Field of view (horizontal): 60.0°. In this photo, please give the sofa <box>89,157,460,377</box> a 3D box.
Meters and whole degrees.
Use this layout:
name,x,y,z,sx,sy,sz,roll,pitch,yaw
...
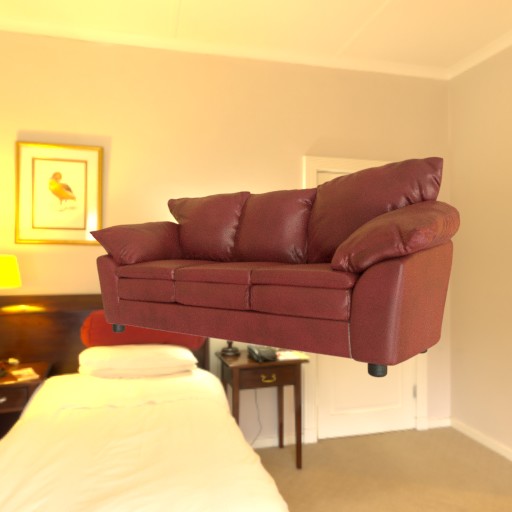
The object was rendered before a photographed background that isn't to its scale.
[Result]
name,x,y,z,sx,sy,sz,roll,pitch,yaw
sofa,0.000,0.000,2.842,2.390,1.091,0.907,0,0,37
